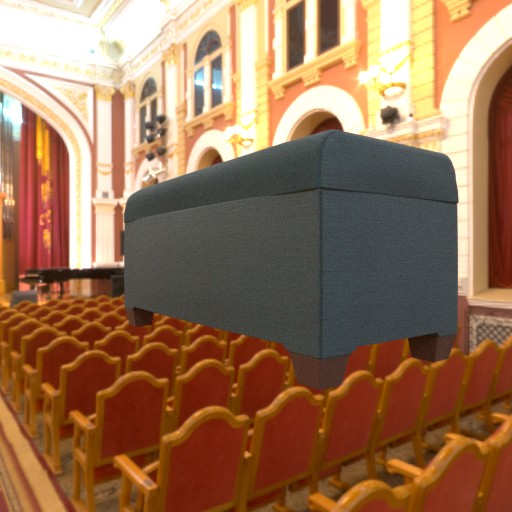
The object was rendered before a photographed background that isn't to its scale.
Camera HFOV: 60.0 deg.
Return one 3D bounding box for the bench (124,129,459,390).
[{"bbox_3d":[0.000,0.000,1.276,0.476,0.474,0.995,0,0,-36],"label":"bench"}]
